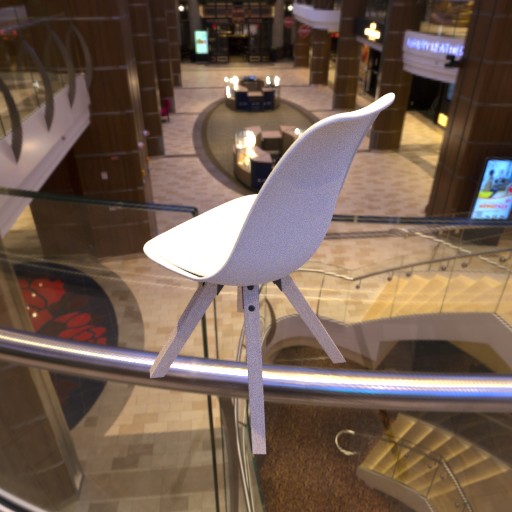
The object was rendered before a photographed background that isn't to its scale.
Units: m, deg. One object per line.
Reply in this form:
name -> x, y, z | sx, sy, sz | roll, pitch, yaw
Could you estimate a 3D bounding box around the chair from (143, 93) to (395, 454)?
chair -> 0.000, 0.000, 1.159 | 0.550, 0.850, 0.485 | 23, 39, 32
